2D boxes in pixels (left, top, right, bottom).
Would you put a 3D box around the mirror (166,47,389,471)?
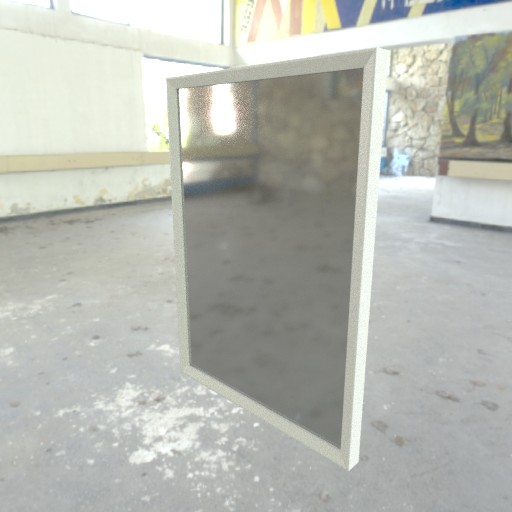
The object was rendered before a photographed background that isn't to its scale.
[{"bbox_3d":[0.000,0.000,0.897,0.507,0.710,0.039,14,21,42],"label":"mirror"}]
